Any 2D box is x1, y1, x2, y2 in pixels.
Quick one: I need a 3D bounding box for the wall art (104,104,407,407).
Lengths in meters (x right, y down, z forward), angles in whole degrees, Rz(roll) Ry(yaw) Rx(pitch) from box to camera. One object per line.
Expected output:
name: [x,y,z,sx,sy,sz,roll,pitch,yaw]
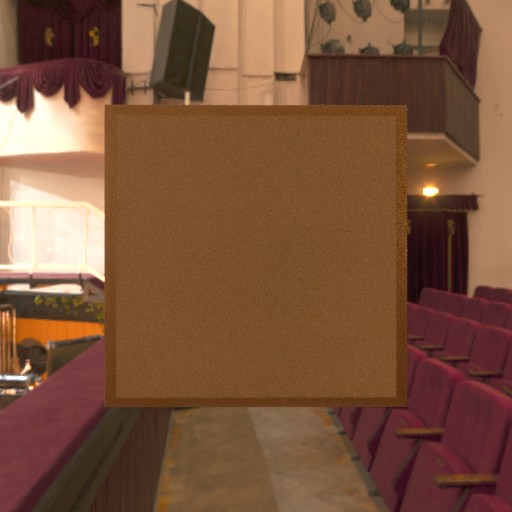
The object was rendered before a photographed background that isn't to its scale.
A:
wall art: [0.000,0.000,0.466,0.306,0.305,0.038,0,0,0]
